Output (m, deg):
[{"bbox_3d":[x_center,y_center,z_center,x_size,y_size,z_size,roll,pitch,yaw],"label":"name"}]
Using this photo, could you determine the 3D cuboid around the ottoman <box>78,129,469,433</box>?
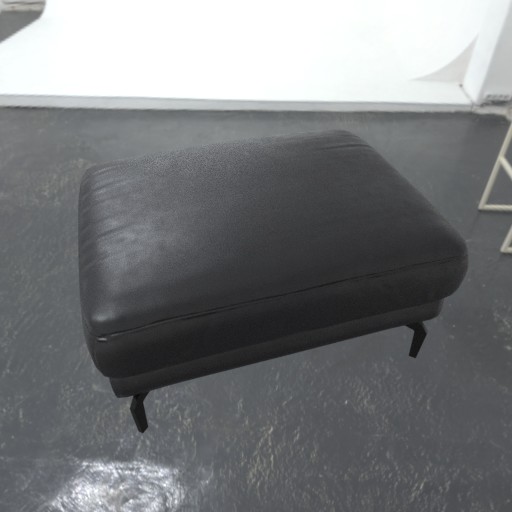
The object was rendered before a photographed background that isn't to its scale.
[{"bbox_3d":[0.000,0.000,1.073,0.764,0.402,0.570,-11,42,-13],"label":"ottoman"}]
